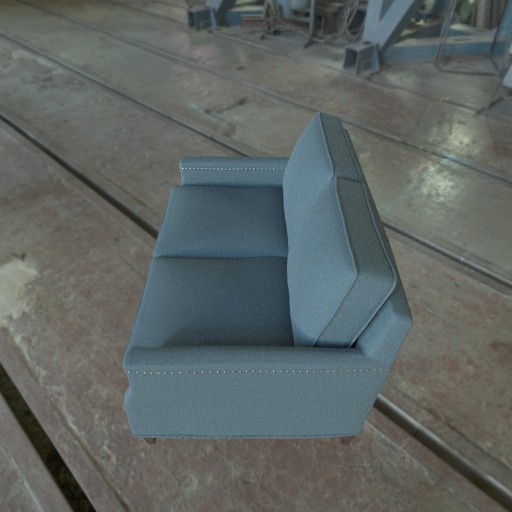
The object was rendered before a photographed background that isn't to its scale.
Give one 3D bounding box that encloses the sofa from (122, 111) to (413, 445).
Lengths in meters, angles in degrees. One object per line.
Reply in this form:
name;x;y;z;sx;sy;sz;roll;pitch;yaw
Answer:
sofa;0.000;0.000;2.270;1.084;1.003;1.597;0;41;0
